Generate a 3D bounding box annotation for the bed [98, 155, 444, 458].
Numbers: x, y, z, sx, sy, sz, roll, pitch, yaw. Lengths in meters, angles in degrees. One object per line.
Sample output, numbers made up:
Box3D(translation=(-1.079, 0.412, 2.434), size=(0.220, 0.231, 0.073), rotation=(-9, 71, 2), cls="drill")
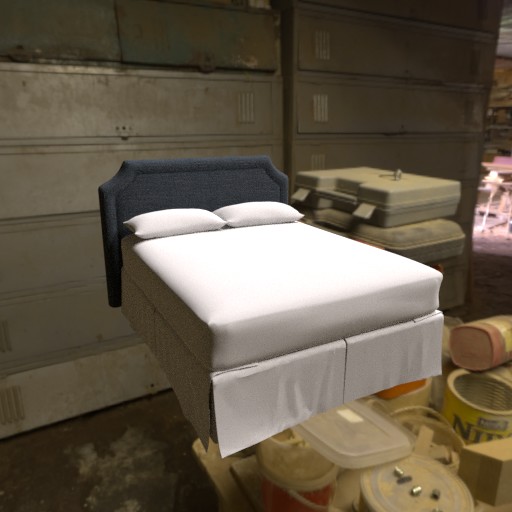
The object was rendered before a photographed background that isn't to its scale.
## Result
Box3D(translation=(0.000, 0.000, 3.273), size=(1.828, 1.297, 2.208), rotation=(-9, 18, -27), cls="bed")
